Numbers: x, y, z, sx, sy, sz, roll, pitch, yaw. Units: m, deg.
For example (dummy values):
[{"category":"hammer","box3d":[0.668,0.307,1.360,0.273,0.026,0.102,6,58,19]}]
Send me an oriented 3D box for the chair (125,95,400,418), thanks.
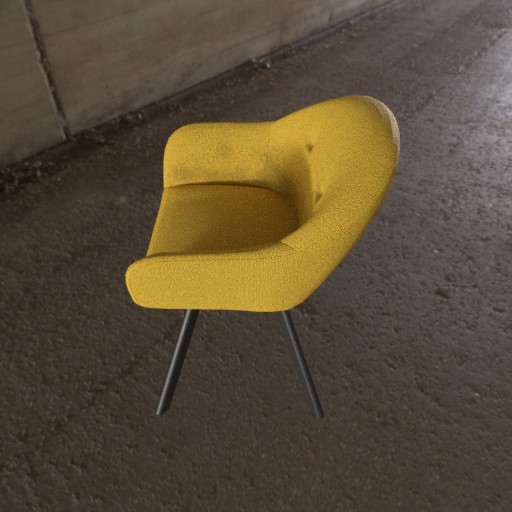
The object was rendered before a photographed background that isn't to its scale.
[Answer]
[{"category":"chair","box3d":[0.000,0.000,1.140,0.565,0.775,0.545,0,42,0]}]
